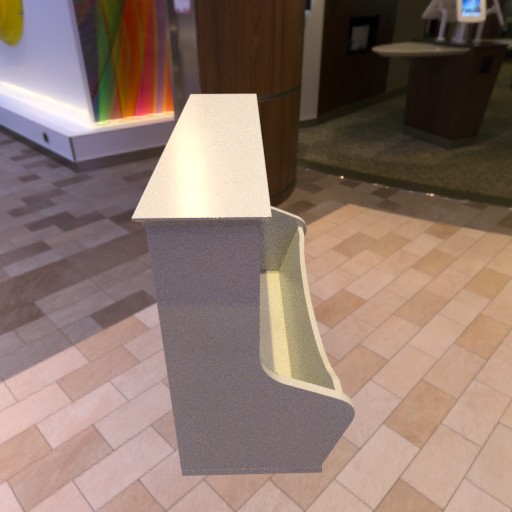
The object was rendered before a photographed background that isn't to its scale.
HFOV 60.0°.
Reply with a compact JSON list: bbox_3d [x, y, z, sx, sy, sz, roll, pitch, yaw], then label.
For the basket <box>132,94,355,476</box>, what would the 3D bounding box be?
[{"bbox_3d":[0.000,0.000,1.080,0.350,0.600,0.780,-1,31,-1],"label":"basket"}]
